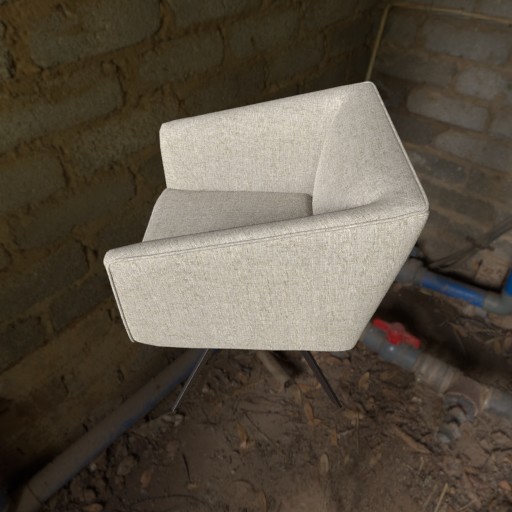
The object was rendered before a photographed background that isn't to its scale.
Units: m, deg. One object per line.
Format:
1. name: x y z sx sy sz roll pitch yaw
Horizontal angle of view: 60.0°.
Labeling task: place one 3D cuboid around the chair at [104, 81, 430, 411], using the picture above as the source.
1. chair: 0.000 0.000 1.237 0.623 0.760 0.628 1 42 1
